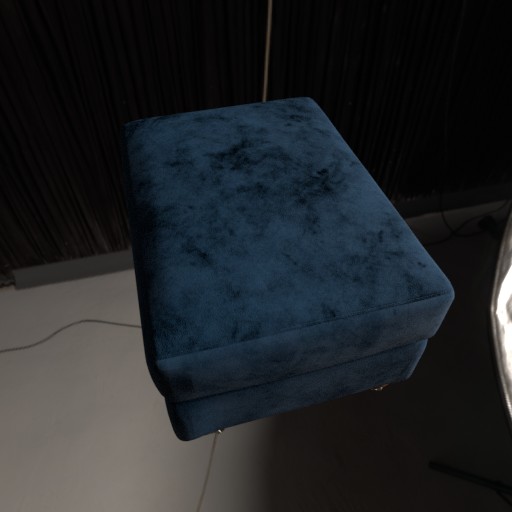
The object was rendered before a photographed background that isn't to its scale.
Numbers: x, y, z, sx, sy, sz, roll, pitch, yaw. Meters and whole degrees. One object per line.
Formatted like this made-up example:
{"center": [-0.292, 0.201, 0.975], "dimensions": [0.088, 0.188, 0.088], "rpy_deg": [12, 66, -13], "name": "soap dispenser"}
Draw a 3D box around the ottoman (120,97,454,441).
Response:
{"center": [0.000, 0.000, 1.133], "dimensions": [0.572, 0.503, 0.773], "rpy_deg": [-11, 48, -10], "name": "ottoman"}
